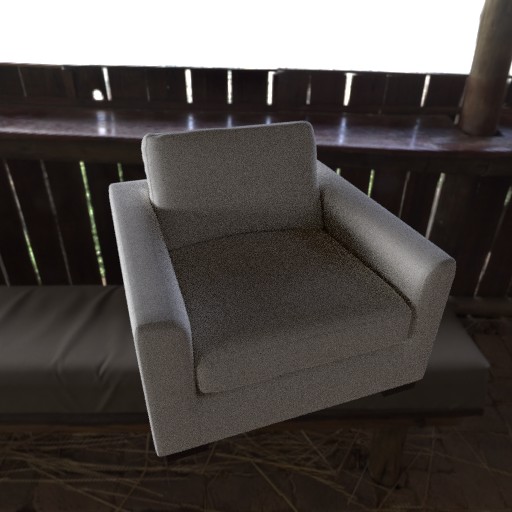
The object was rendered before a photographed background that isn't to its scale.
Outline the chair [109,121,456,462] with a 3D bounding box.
[{"bbox_3d":[0.000,0.000,1.844,1.070,0.876,1.100,-10,33,-16],"label":"chair"}]
